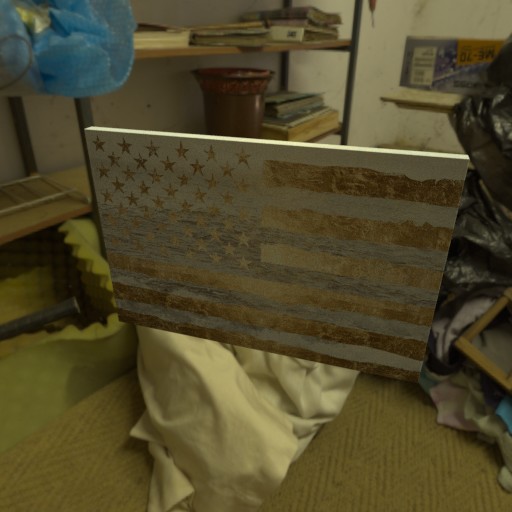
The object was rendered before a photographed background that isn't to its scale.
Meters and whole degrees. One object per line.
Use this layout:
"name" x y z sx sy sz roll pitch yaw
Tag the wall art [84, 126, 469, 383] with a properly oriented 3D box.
"wall art" 0.000 0.000 1.469 1.145 0.762 0.041 8 29 15
